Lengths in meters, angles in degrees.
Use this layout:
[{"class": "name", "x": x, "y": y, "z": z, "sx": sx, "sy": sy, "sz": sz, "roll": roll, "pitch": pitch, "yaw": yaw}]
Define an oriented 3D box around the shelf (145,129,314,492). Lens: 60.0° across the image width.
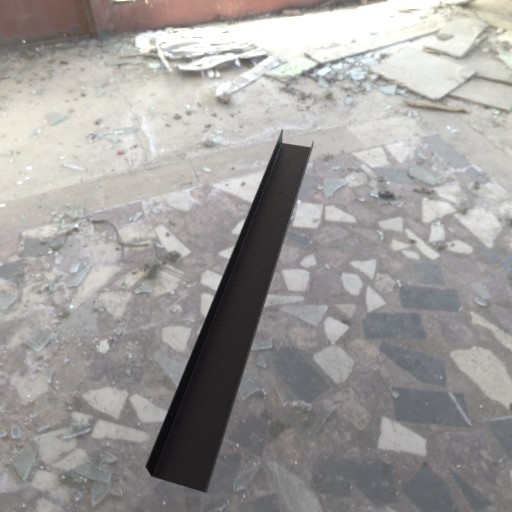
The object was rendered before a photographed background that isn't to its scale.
[{"class": "shelf", "x": 0.000, "y": 0.000, "z": 0.956, "sx": 0.092, "sy": 0.049, "sz": 0.924, "roll": 11, "pitch": 49, "yaw": 10}]
